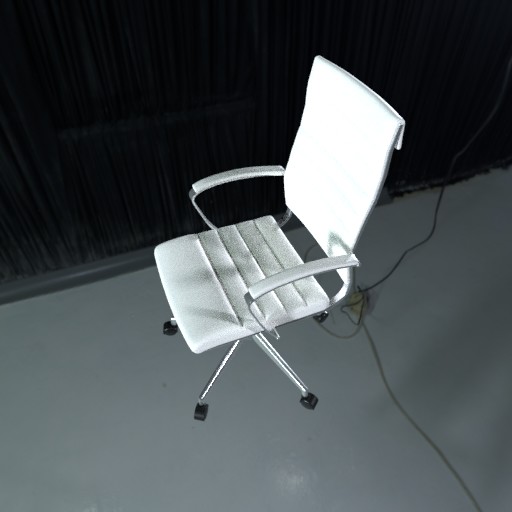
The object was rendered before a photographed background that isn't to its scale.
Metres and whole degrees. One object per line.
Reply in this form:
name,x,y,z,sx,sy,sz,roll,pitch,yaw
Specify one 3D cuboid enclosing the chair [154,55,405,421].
chair,0.000,0.000,1.583,0.739,1.149,0.766,-17,49,-16
